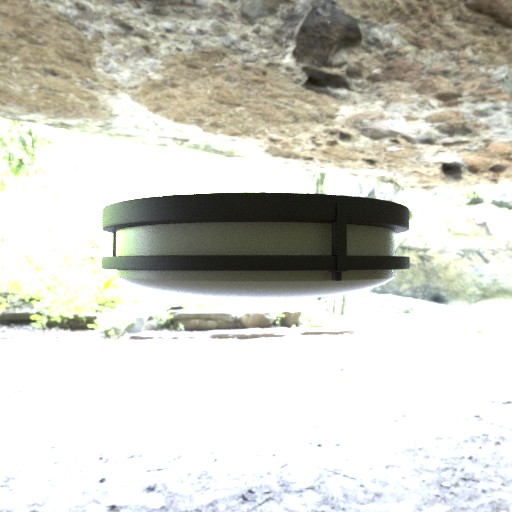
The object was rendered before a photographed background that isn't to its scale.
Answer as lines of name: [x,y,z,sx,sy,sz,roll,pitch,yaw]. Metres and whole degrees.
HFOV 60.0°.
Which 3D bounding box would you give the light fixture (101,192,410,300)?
light fixture: [0.000,0.000,0.540,0.356,0.102,0.356,0,-1,0]
